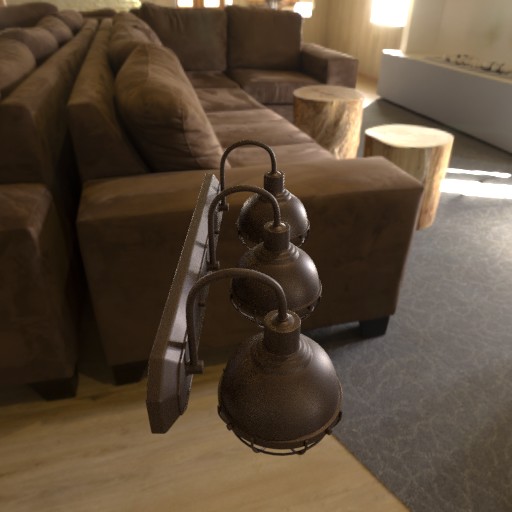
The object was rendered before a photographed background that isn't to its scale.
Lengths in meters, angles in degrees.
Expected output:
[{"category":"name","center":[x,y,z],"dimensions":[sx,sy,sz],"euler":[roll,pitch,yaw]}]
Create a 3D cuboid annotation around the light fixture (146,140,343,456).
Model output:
[{"category":"light fixture","center":[0.000,0.000,0.747],"dimensions":[0.229,0.254,0.634],"euler":[0,31,1]}]
